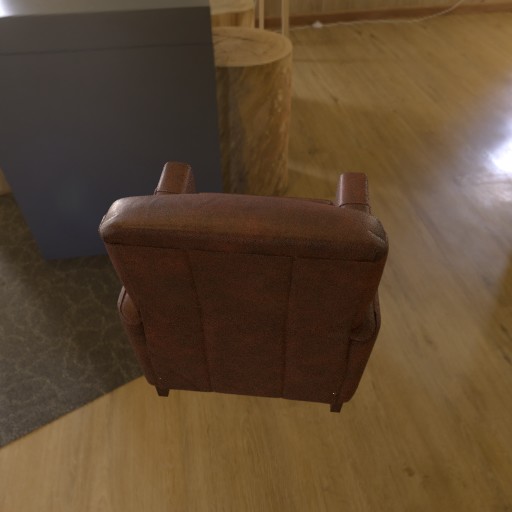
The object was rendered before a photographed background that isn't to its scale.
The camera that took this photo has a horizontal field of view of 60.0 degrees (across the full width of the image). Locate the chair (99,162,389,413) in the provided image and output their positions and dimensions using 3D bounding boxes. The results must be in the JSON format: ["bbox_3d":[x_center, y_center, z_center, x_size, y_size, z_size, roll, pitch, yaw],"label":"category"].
[{"bbox_3d":[0.000,0.000,1.639,0.843,1.043,0.836,4,47,4],"label":"chair"}]
